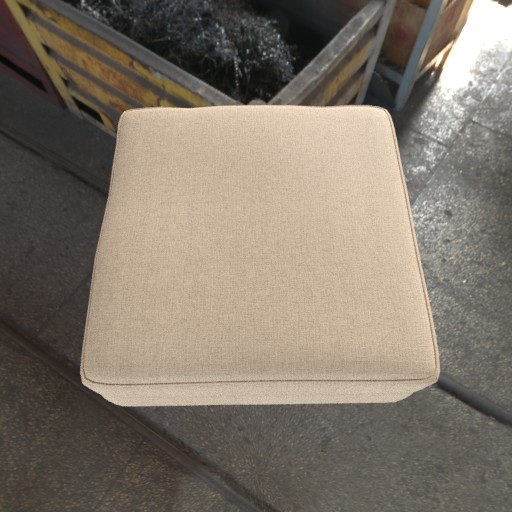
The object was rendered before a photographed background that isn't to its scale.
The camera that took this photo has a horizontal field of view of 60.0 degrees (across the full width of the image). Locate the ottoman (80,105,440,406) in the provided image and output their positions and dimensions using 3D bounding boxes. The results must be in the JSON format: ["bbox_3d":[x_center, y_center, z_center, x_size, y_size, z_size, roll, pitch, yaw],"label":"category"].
[{"bbox_3d":[0.000,0.000,1.335,0.838,0.503,0.838,-1,64,0],"label":"ottoman"}]
